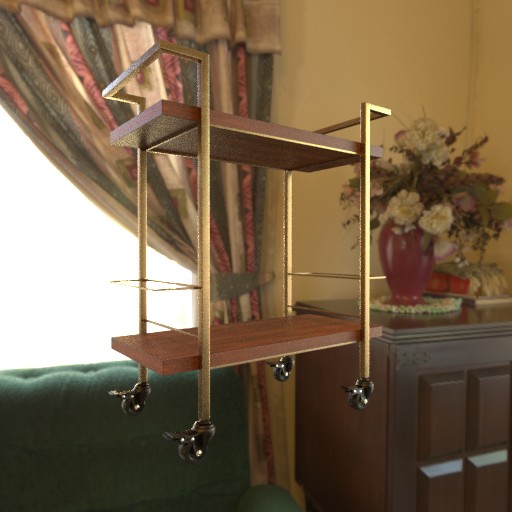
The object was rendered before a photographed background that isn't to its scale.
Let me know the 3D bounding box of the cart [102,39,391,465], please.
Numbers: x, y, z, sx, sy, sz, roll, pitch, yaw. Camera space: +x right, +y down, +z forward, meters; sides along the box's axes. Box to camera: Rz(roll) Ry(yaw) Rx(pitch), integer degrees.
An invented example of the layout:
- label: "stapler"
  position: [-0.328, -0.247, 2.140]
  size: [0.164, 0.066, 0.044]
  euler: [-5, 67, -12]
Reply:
- label: "cart"
  position: [0.000, 0.000, 1.155]
  size: [0.695, 0.807, 0.364]
  euler: [-1, 1, -37]
